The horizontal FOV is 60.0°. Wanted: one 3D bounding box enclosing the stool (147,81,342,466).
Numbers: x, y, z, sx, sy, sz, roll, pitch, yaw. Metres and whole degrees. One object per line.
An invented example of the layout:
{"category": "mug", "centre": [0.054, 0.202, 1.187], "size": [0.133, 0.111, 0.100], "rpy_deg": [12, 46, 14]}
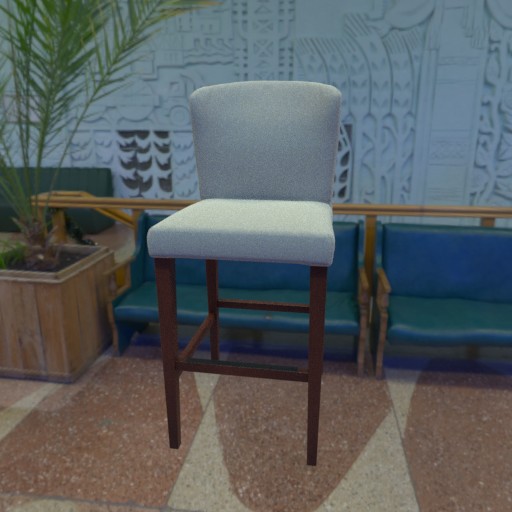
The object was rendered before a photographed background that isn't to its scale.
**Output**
{"category": "stool", "centre": [0.000, 0.000, 1.379], "size": [0.479, 1.069, 0.568], "rpy_deg": [3, 16, 9]}
